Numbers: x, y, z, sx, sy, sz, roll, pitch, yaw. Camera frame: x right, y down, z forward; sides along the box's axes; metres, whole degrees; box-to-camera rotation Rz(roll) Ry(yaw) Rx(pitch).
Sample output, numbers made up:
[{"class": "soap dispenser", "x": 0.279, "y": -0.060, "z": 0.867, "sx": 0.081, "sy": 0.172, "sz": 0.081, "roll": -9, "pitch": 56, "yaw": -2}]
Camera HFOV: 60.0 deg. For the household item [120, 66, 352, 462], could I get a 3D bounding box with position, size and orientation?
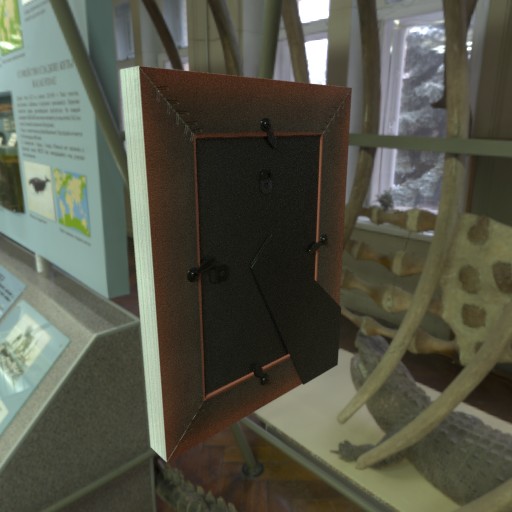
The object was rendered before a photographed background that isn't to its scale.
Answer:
[{"class": "household item", "x": 0.000, "y": 0.000, "z": 0.292, "sx": 0.165, "sy": 0.216, "sz": 0.025, "roll": -15, "pitch": 22, "yaw": -41}]
